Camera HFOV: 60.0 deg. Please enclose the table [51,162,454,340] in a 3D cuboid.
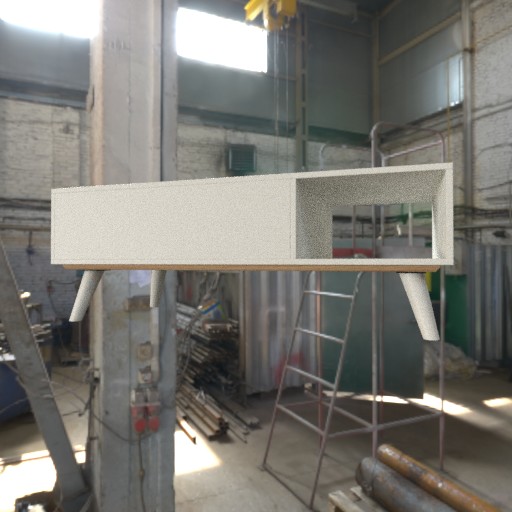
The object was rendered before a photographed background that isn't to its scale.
[{"bbox_3d":[0.000,0.000,1.529,1.194,0.432,0.609,0,-1,19],"label":"table"}]
